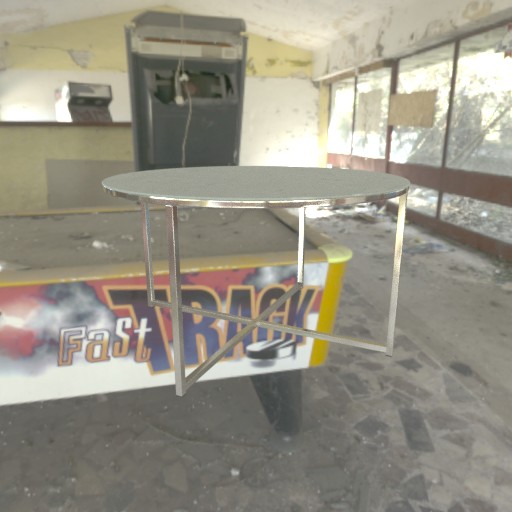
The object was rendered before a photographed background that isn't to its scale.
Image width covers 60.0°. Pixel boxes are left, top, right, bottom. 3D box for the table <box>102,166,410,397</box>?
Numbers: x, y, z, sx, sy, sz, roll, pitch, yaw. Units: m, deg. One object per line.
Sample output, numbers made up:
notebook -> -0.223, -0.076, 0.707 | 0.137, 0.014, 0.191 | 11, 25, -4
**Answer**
table -> 0.000, 0.000, 1.273 | 0.800, 0.450, 0.800 | 0, 16, 0
